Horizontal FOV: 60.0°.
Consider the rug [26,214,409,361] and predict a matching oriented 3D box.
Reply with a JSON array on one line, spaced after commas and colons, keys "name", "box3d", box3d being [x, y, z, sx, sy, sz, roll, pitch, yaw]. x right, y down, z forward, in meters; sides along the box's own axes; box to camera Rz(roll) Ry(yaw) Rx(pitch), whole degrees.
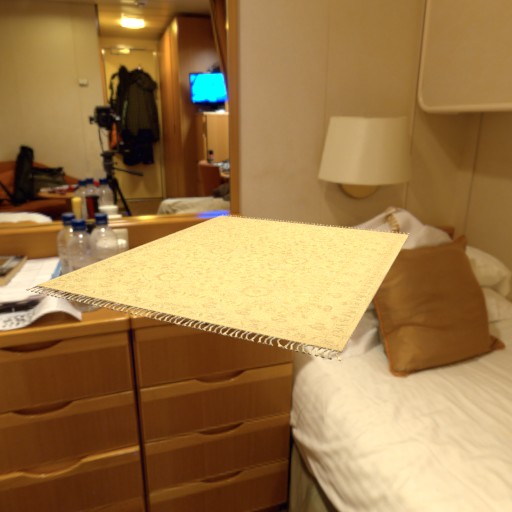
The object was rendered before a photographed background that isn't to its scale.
[{"name": "rug", "box3d": [0.000, 0.000, 4.142, 2.444, 0.013, 3.043, 8, 19, 24]}]
